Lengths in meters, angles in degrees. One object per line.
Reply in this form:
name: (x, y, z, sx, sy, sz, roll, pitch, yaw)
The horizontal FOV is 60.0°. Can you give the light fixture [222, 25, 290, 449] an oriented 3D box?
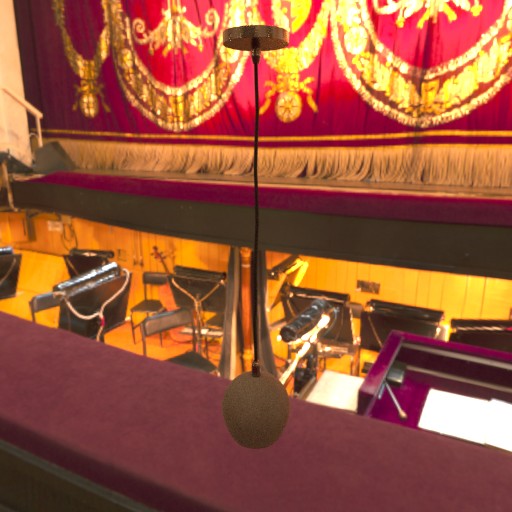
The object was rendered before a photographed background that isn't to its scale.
light fixture: (0.000, 0.000, 0.830, 0.139, 0.764, 0.139, 7, 16, 25)
